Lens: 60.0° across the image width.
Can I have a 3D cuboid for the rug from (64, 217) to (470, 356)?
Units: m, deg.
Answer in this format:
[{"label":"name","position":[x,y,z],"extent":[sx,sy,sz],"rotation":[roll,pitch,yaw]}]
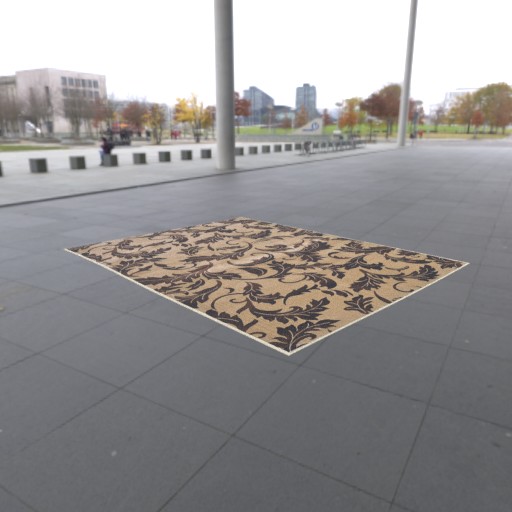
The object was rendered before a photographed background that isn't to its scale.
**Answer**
[{"label":"rug","position":[0.000,0.000,4.109],"extent":[2.380,0.008,2.977],"rotation":[-15,22,-42]}]
